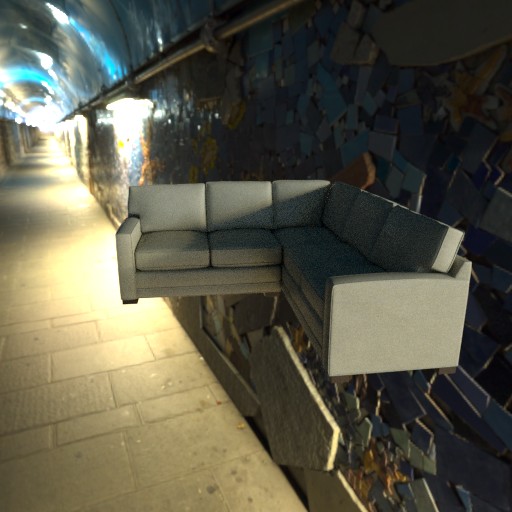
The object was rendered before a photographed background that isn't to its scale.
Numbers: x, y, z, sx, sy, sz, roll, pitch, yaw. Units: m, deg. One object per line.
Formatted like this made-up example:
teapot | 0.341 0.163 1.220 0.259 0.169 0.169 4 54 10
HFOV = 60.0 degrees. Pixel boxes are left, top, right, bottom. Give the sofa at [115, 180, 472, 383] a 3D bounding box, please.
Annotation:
sofa | 0.000 0.000 3.441 2.188 0.936 2.211 -2 17 -8
